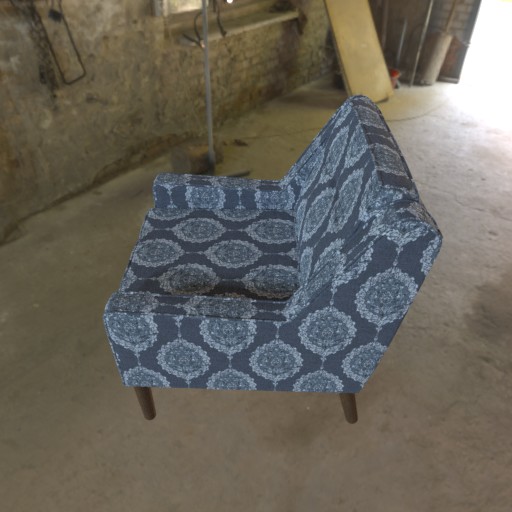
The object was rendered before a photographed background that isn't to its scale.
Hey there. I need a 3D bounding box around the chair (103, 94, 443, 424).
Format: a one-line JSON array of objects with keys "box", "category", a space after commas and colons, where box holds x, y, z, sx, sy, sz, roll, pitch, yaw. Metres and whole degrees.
[{"box": [0.000, 0.000, 1.315, 0.743, 0.792, 0.663, 1, 40, 1], "category": "chair"}]
